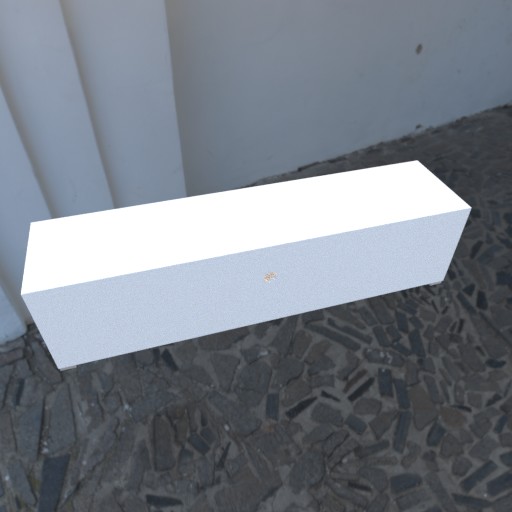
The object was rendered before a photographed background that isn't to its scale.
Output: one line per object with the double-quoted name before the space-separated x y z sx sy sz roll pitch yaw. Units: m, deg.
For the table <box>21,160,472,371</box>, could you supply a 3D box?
"table" 0.000 0.000 1.842 1.650 0.420 0.390 -11 43 -12
